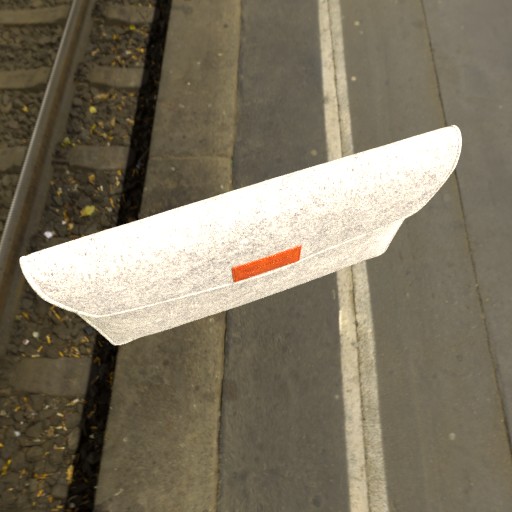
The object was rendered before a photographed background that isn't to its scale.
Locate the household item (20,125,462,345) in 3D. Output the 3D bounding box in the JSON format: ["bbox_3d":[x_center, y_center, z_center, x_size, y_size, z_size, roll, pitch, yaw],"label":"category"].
[{"bbox_3d":[0.000,0.000,0.418,0.335,0.221,0.057,-18,65,-9],"label":"household item"}]
